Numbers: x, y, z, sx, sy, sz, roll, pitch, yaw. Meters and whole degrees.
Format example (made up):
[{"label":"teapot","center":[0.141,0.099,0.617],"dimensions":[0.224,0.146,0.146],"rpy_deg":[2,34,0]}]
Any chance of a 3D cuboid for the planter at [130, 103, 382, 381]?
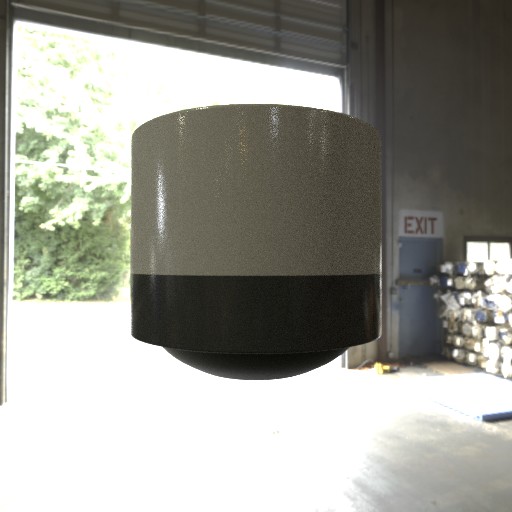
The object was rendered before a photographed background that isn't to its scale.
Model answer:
[{"label":"planter","center":[0.000,0.000,0.353],"dimensions":[0.193,0.177,0.193],"rpy_deg":[0,-1,0]}]
